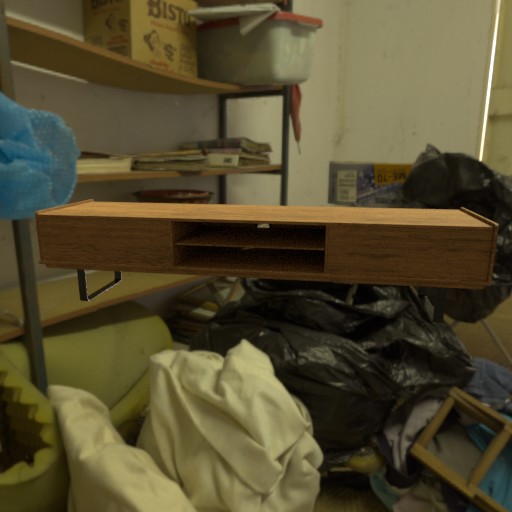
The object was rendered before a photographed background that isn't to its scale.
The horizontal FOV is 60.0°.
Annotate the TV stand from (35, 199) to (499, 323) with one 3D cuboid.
[{"bbox_3d":[0.000,0.000,1.963,1.796,0.415,0.467,2,14,9],"label":"TV stand"}]
